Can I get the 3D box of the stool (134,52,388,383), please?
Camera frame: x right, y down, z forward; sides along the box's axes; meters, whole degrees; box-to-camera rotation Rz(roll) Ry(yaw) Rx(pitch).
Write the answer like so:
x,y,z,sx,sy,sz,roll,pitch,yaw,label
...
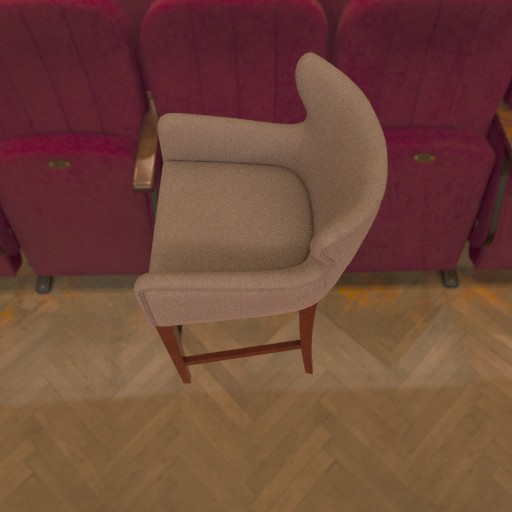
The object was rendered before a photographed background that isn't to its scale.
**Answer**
x,y,z,sx,sy,sz,roll,pitch,yaw,label
0.000,0.000,1.402,0.575,1.047,0.575,-1,59,0,stool
